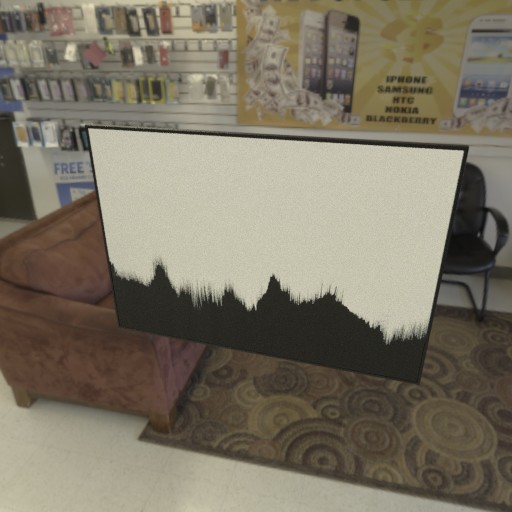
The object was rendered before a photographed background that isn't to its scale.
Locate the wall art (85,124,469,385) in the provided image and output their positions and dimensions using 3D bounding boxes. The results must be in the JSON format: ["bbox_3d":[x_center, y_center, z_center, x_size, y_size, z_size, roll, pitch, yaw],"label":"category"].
[{"bbox_3d":[0.000,0.000,1.223,0.957,0.660,0.019,7,27,15],"label":"wall art"}]
